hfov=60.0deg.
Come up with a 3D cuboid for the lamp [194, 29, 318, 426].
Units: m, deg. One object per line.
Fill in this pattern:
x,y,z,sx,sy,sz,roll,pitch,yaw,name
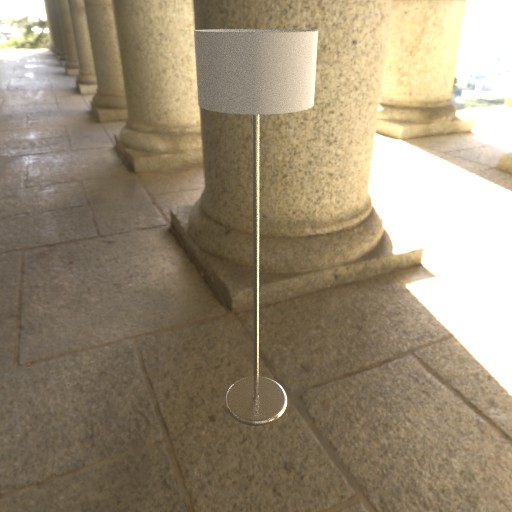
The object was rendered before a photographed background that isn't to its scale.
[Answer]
0.000,0.000,1.590,0.347,1.443,0.347,20,34,32,lamp
